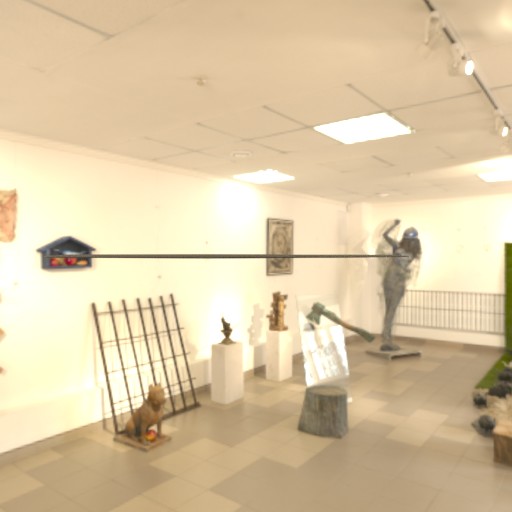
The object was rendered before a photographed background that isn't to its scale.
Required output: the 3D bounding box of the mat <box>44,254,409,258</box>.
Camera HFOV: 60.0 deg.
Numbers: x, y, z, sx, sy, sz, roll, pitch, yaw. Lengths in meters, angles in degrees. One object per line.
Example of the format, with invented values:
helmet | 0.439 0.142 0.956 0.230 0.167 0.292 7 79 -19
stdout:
mat | 0.000 0.000 1.935 0.918 0.013 1.524 0 0 37
